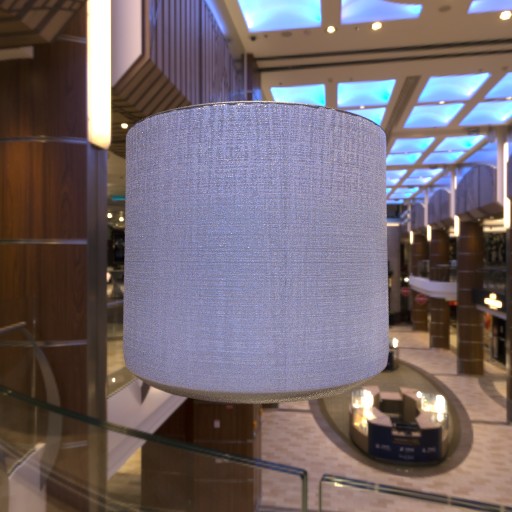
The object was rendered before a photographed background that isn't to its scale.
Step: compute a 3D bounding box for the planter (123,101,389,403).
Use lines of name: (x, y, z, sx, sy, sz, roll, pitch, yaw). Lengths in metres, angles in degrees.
planter: (0.000, 0.000, 0.218, 0.125, 0.112, 0.125, 0, 0, 0)
